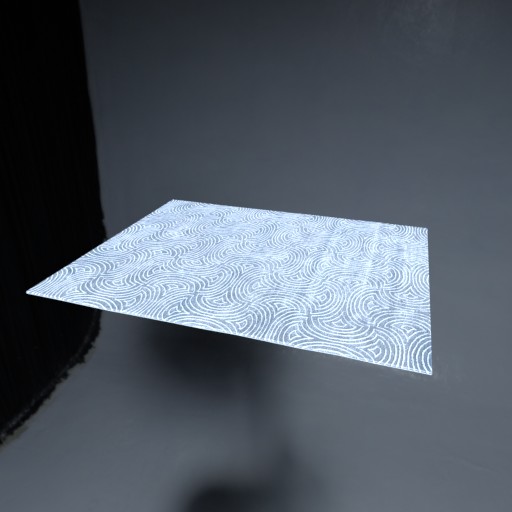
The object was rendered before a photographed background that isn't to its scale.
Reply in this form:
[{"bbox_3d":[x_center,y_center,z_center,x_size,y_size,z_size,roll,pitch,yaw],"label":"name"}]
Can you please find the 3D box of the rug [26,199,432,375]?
[{"bbox_3d":[0.000,0.000,4.132,3.042,0.021,2.456,8,27,17],"label":"rug"}]
